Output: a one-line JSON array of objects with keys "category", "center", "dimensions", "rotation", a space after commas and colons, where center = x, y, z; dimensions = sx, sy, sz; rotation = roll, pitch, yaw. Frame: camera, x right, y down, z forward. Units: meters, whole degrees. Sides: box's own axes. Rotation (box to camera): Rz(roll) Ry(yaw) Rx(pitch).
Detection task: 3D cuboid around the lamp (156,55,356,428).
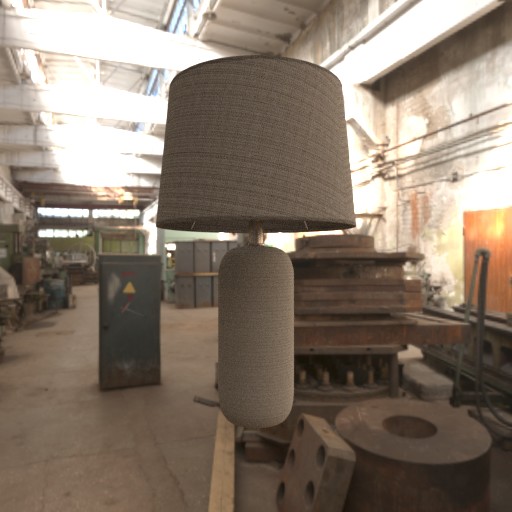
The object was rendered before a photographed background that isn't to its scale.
[{"category": "lamp", "center": [0.000, 0.000, 0.831], "dimensions": [0.367, 0.609, 0.367], "rotation": [0, 0, 0]}]
